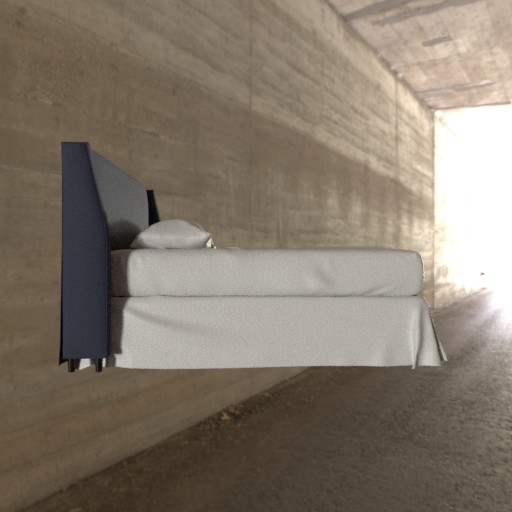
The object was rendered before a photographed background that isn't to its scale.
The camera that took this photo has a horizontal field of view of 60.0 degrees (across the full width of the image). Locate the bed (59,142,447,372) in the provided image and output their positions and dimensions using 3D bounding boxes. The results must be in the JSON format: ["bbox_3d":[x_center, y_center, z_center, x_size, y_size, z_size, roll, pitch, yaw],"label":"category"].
[{"bbox_3d":[0.000,0.000,3.460,2.276,1.332,1.925,0,0,-1],"label":"bed"}]
